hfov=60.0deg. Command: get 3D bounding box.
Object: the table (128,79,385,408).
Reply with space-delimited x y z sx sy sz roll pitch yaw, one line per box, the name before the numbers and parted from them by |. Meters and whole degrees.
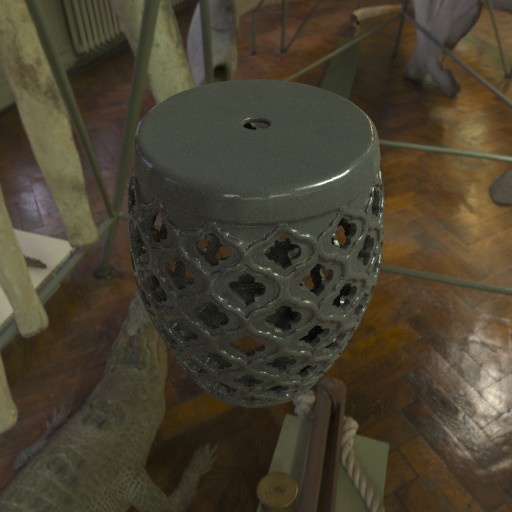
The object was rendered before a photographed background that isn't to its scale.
table | 0.000 0.000 0.608 0.325 0.388 0.325 0 43 0
